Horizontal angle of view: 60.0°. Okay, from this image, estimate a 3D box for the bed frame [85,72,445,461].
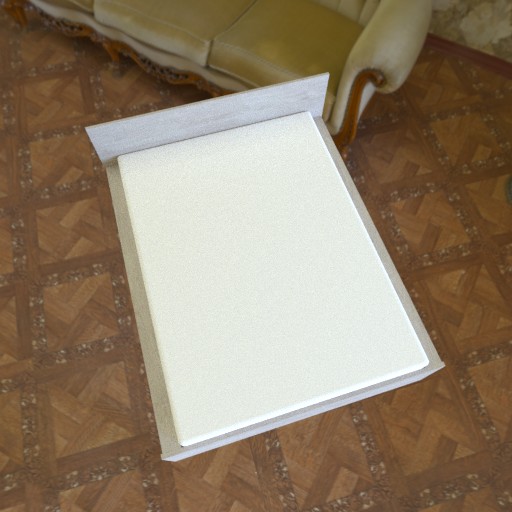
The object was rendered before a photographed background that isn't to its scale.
[{"bbox_3d":[0.000,0.000,2.814,1.622,0.800,1.960,-16,65,-7],"label":"bed frame"}]
